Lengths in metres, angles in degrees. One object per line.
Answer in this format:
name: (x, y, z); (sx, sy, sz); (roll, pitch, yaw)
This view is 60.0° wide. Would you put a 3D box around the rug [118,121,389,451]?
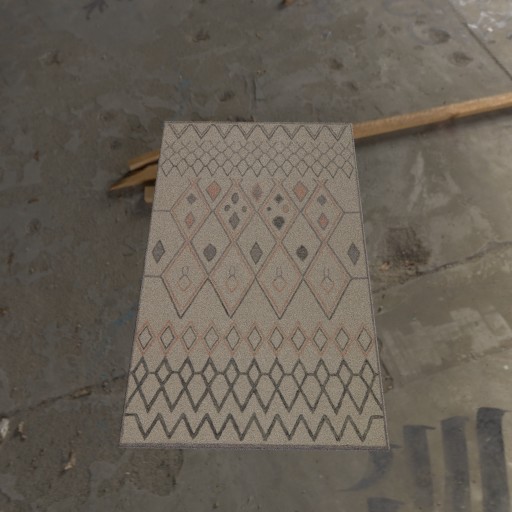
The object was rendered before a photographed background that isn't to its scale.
rug: (0.000, 0.000, 3.042); (1.524, 0.015, 2.438); (1, 63, 0)
